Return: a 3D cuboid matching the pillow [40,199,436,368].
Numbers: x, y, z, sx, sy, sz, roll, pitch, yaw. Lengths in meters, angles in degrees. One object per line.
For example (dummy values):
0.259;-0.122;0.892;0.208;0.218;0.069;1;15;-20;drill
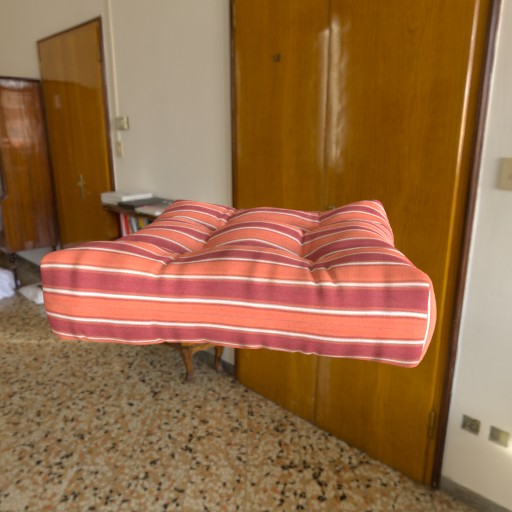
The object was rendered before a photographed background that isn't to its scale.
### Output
0.000;0.000;0.718;0.468;0.133;0.490;2;15;9;pillow
